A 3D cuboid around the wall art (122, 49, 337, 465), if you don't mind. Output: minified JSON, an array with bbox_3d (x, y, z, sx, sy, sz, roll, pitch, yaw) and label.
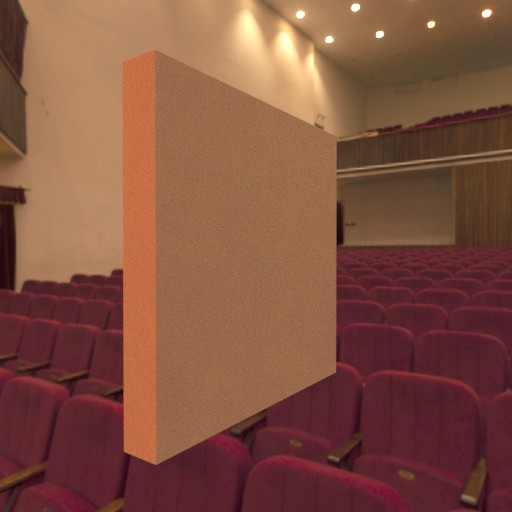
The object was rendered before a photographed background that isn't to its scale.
[{"bbox_3d":[0.000,0.000,0.459,0.038,0.305,0.305,1,1,36],"label":"wall art"}]
